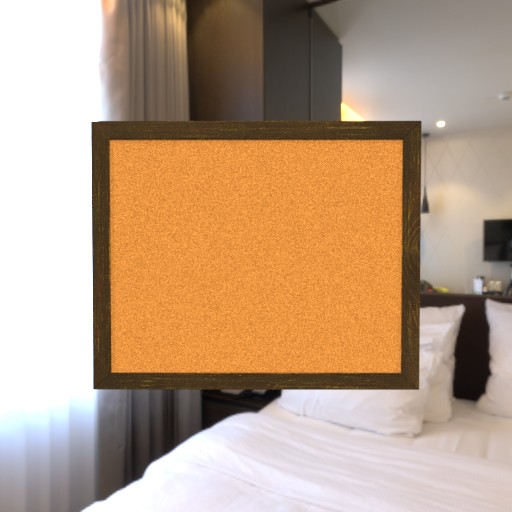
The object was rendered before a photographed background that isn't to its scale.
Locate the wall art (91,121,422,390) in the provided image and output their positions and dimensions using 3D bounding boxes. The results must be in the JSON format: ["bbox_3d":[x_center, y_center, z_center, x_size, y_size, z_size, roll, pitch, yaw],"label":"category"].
[{"bbox_3d":[0.000,0.000,0.769,0.558,0.457,0.032,0,1,0],"label":"wall art"}]
